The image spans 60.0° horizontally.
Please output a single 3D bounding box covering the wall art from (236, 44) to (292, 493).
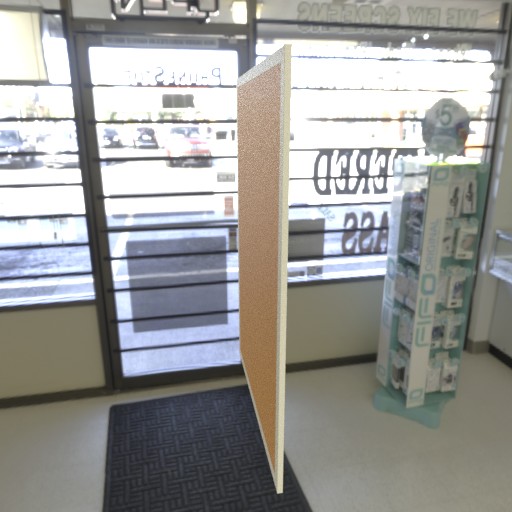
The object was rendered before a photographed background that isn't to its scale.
[{"bbox_3d":[0.000,0.000,1.191,0.013,0.940,0.659,-3,17,-9],"label":"wall art"}]
